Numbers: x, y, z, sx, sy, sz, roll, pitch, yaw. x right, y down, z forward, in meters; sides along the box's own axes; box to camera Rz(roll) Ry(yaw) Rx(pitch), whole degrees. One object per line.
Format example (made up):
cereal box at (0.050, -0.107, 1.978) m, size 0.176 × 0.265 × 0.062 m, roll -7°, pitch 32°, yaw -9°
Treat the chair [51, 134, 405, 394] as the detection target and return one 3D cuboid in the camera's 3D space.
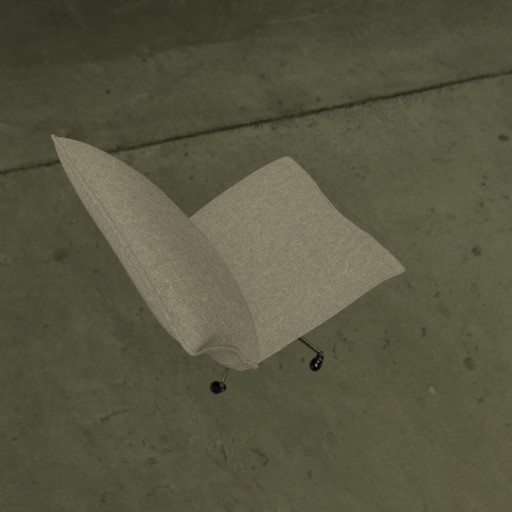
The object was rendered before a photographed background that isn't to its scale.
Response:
chair at (0.000, 0.000, 1.262) m, size 0.696 × 0.811 × 0.597 m, roll -30°, pitch 62°, yaw -18°
